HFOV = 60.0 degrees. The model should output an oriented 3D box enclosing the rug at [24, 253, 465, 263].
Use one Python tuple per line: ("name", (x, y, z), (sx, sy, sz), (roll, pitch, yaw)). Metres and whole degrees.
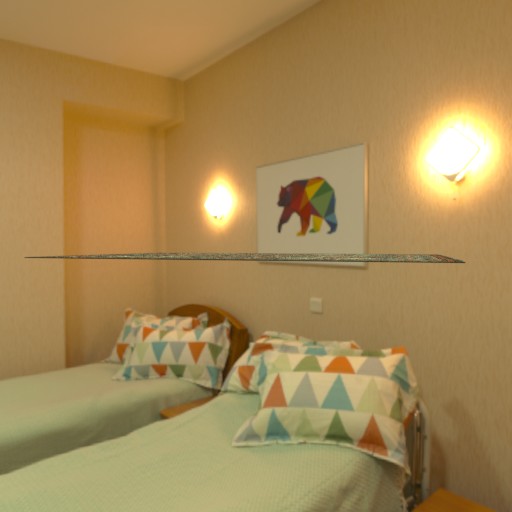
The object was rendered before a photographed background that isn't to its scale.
("rug", (0.000, 0.000, 4.177), (3.371, 0.008, 2.190), (0, 2, 18))
